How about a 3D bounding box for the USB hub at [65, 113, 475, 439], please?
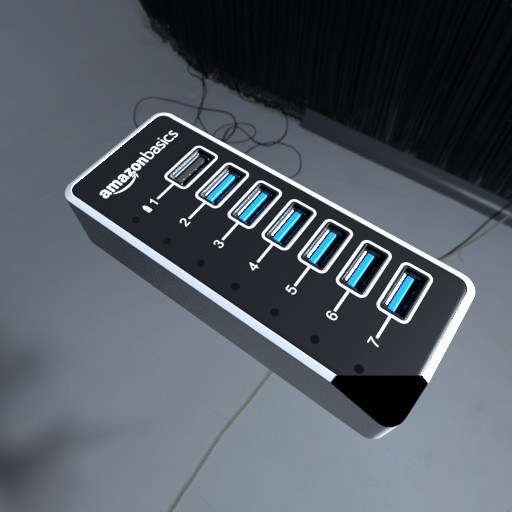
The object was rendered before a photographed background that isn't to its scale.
[{"bbox_3d":[0.000,0.000,0.129,0.110,0.023,0.044,32,64,18],"label":"USB hub"}]
